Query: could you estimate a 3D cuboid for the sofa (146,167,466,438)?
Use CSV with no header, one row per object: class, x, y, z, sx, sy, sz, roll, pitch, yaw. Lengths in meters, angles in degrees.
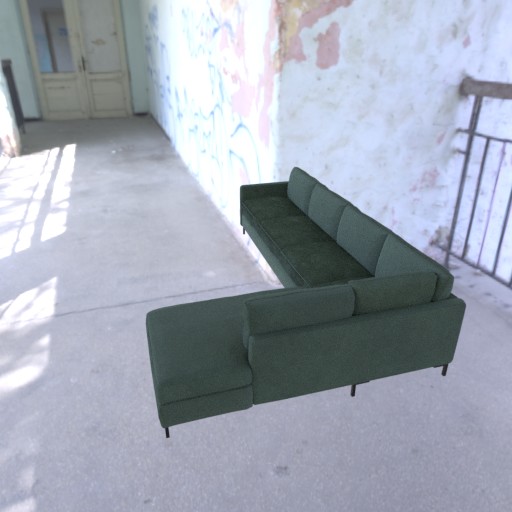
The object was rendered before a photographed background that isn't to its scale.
sofa,0.000,0.000,3.320,1.707,0.687,2.486,-7,27,-15
